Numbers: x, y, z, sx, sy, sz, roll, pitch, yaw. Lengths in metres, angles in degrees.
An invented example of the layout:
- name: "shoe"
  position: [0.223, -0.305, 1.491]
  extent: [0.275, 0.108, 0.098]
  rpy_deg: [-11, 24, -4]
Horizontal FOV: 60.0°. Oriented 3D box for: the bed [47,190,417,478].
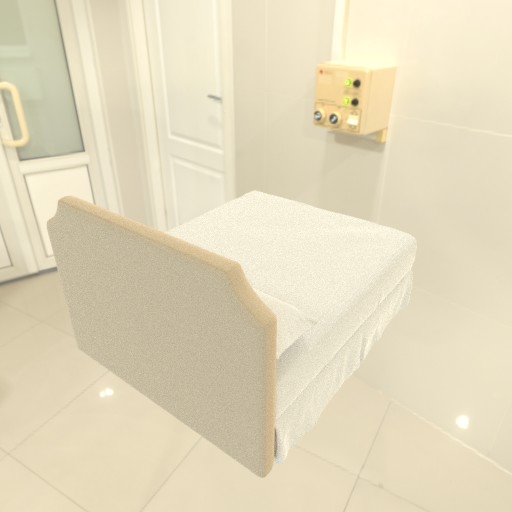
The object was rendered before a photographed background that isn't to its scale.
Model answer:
- name: "bed"
  position: [0.000, 0.000, 3.897]
  extent: [2.134, 1.524, 2.548]
  rpy_deg: [21, 36, 32]
